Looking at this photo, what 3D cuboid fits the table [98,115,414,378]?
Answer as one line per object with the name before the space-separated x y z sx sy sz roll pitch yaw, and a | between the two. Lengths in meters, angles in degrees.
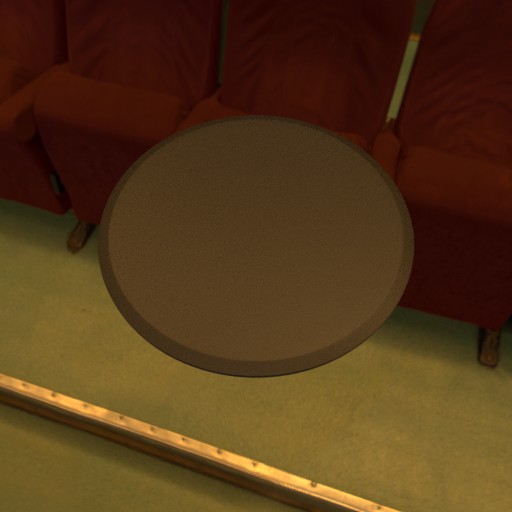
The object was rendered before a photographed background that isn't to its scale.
table | 0.000 0.000 1.444 0.900 0.400 0.900 0 58 0
